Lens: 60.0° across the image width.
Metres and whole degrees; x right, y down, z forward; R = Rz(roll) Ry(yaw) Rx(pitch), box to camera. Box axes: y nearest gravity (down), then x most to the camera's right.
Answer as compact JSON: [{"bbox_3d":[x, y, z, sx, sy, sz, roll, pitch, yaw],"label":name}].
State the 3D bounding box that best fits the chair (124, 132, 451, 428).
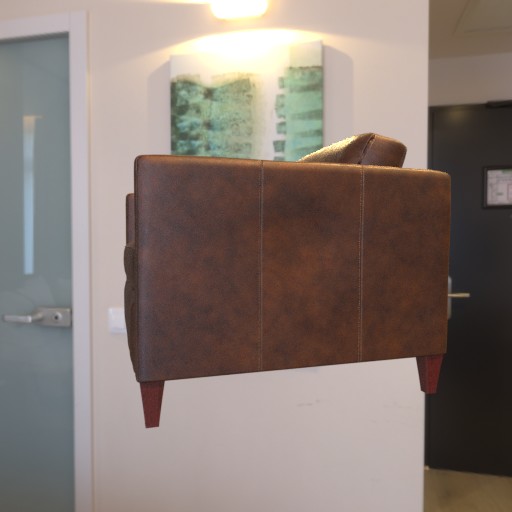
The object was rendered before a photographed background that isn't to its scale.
[{"bbox_3d":[0.000,0.000,1.709,0.975,0.864,0.990,-1,2,-18],"label":"chair"}]
